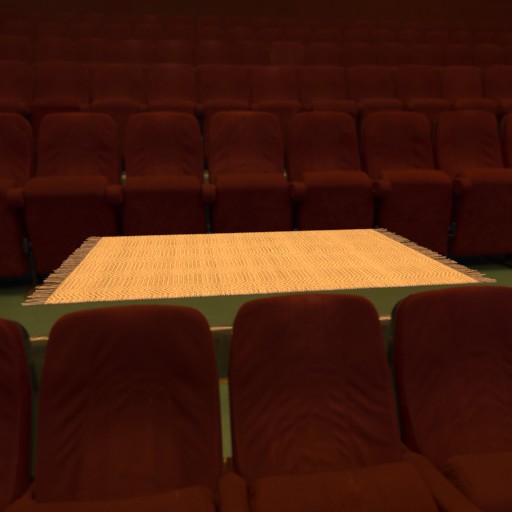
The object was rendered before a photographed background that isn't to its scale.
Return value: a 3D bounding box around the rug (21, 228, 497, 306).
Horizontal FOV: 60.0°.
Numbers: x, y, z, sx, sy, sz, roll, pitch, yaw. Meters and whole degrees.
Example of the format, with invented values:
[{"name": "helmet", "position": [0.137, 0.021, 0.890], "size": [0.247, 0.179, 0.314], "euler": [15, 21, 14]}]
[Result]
[{"name": "rug", "position": [0.000, 0.000, 2.420], "size": [2.021, 0.027, 1.224], "euler": [-2, 15, -8]}]
